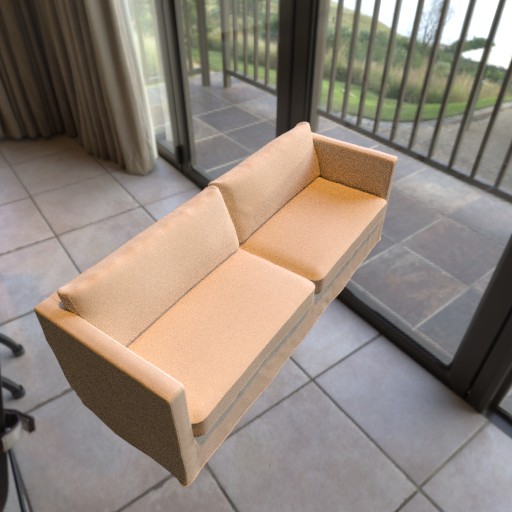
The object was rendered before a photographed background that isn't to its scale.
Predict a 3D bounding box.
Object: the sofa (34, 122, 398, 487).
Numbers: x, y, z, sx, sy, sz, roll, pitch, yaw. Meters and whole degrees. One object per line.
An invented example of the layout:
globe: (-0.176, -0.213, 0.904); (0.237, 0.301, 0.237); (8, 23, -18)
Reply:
sofa: (0.000, 0.000, 3.222); (1.036, 0.999, 2.779); (24, 46, 26)
